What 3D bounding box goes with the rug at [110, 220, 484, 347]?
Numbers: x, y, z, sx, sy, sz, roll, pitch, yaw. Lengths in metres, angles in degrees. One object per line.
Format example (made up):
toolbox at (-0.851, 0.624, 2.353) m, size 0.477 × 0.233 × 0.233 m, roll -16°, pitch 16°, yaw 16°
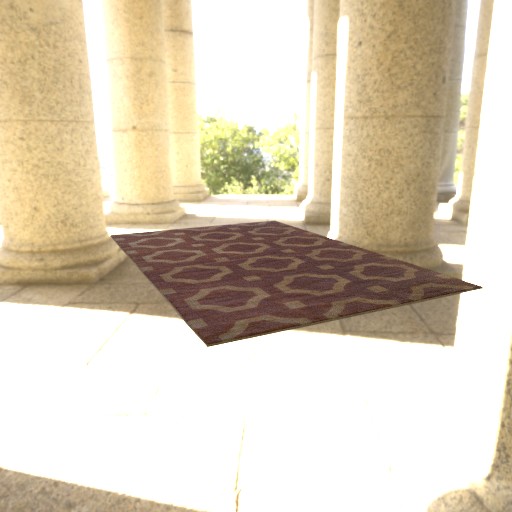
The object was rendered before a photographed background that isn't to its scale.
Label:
rug at (0.000, 0.000, 2.996) m, size 1.555 × 0.016 × 2.286 m, roll -7°, pitch 16°, yaw -26°
